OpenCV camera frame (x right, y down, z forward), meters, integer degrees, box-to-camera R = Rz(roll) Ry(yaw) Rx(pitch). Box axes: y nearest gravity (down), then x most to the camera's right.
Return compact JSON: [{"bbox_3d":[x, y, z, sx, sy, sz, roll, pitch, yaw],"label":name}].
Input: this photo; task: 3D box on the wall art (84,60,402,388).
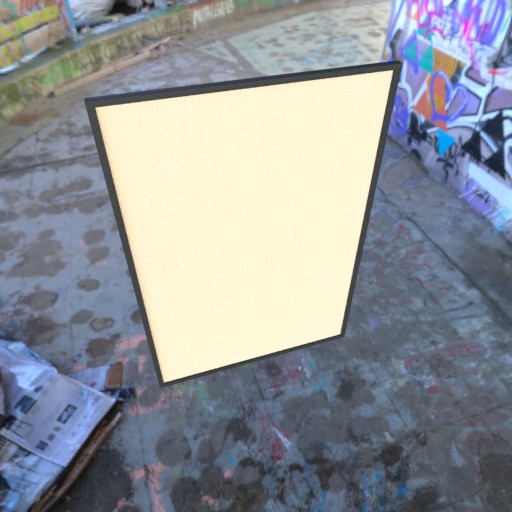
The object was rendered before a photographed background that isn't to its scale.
[{"bbox_3d":[0.000,0.000,0.837,0.460,0.660,0.013,-12,43,-13],"label":"wall art"}]
